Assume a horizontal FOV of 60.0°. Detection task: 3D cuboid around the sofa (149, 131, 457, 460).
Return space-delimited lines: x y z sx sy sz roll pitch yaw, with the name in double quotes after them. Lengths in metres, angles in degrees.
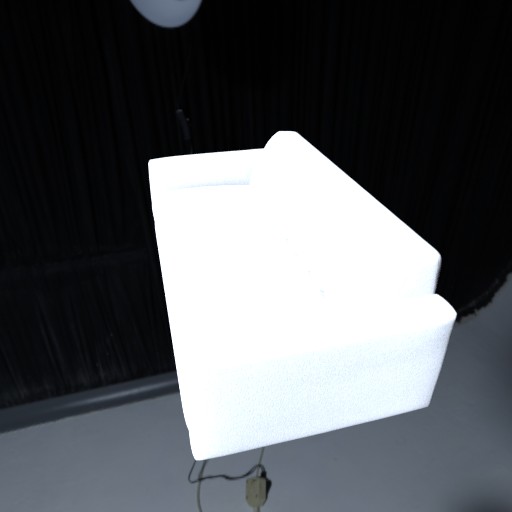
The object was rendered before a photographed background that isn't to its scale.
0.000 0.000 2.308 0.969 0.814 1.895 -8 33 -13 "sofa"
